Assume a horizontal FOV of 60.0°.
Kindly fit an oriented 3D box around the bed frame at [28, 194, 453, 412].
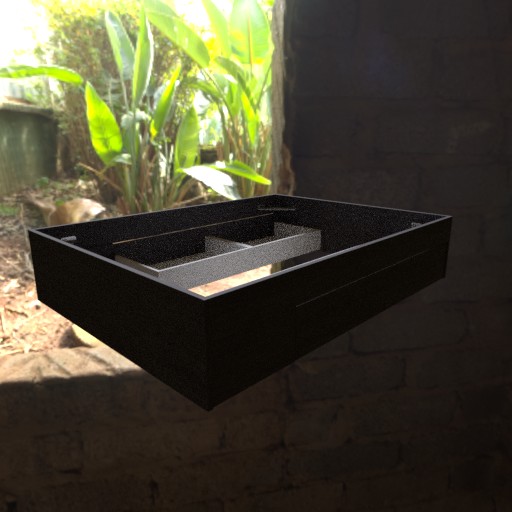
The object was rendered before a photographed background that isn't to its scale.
[{"bbox_3d":[0.000,0.000,2.563,1.448,0.459,1.944,15,21,42],"label":"bed frame"}]
